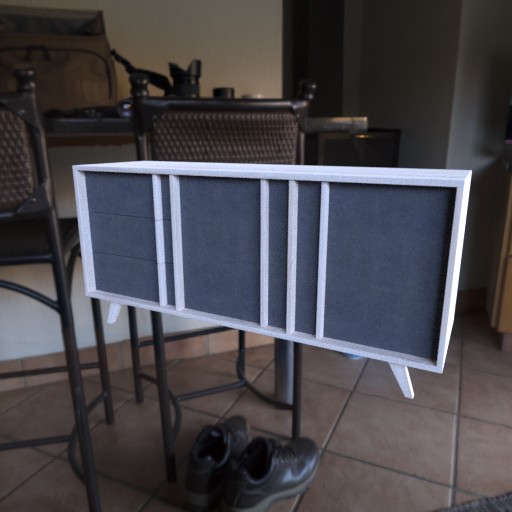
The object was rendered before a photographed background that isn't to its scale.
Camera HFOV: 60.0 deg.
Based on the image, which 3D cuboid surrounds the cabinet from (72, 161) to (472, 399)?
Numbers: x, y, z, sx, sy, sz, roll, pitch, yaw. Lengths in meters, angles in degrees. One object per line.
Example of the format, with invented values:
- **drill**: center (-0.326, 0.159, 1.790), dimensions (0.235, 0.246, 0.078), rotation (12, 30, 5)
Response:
- **cabinet**: center (0.000, 0.000, 1.992), dimensions (1.650, 0.780, 0.500), rotation (8, 17, 26)
